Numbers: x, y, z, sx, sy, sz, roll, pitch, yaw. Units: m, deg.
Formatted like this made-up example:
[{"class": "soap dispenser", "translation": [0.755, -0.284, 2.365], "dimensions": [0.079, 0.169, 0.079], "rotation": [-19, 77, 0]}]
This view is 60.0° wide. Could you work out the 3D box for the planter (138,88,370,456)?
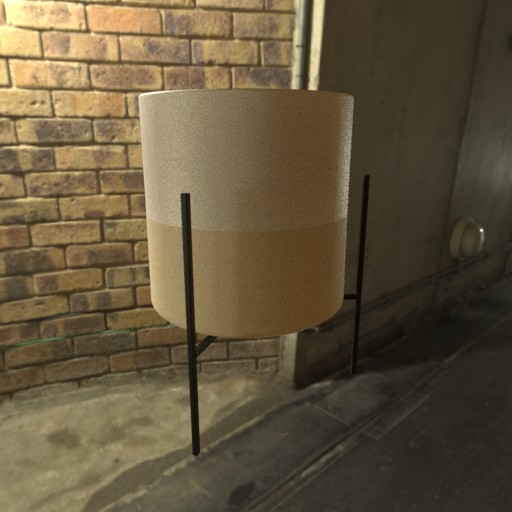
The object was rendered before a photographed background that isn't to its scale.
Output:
[{"class": "planter", "translation": [0.000, 0.000, 0.531], "dimensions": [0.263, 0.362, 0.267], "rotation": [2, 16, 9]}]
